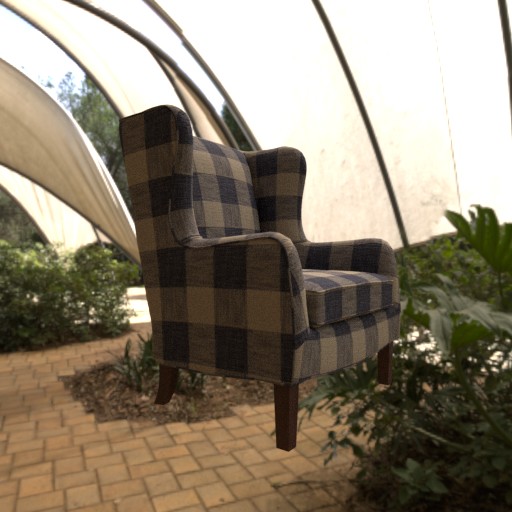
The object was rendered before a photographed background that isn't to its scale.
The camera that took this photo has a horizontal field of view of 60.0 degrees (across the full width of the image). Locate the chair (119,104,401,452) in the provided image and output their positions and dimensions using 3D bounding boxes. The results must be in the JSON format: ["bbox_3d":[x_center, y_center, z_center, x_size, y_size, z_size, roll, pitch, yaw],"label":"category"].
[{"bbox_3d":[0.000,0.000,1.736,0.889,1.041,0.830,0,1,37],"label":"chair"}]
